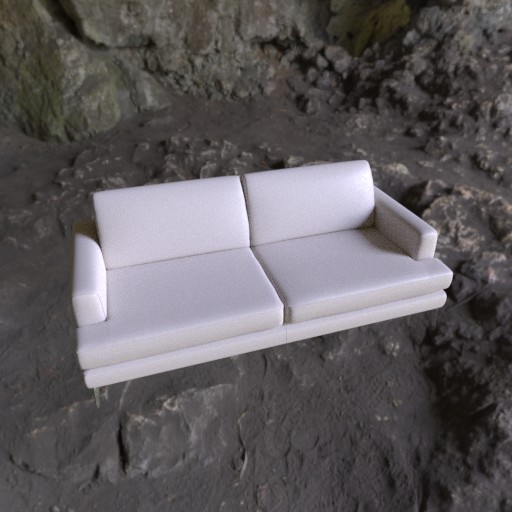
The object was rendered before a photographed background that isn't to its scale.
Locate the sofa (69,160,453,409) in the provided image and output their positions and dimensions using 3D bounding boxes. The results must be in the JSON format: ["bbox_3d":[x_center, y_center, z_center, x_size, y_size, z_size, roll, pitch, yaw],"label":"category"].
[{"bbox_3d":[0.000,0.000,2.497,1.940,0.765,0.974,-10,33,-15],"label":"sofa"}]
